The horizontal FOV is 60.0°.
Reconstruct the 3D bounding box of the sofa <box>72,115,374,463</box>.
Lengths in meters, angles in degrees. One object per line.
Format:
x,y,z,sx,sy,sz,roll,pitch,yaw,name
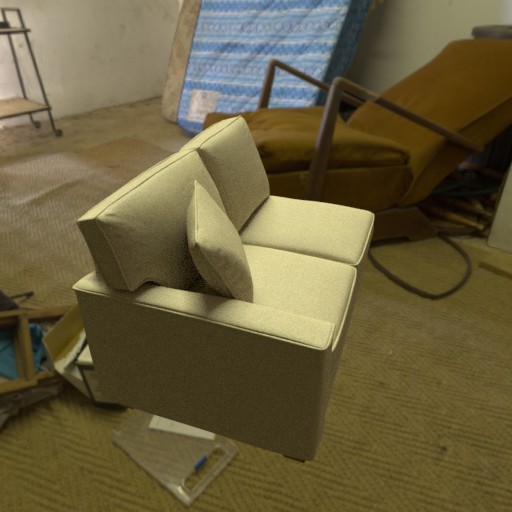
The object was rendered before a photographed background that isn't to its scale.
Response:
0.000,0.000,2.138,0.991,0.989,1.388,10,33,17,sofa
